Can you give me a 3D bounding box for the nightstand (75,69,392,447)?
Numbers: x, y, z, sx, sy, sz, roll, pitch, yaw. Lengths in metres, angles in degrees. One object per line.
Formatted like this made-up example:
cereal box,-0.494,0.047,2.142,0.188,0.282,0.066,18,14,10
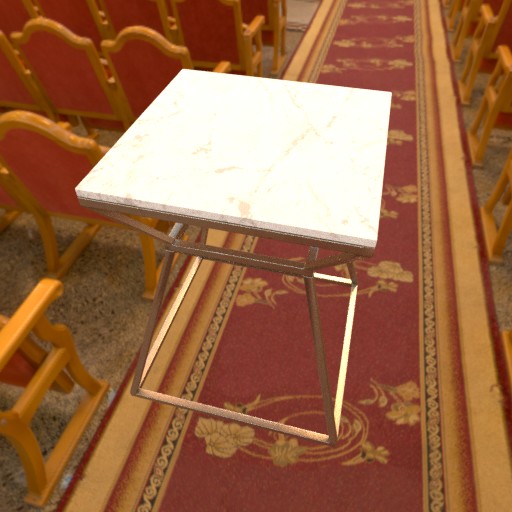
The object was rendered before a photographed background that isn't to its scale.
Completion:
nightstand,0.000,0.000,0.901,0.455,0.554,0.455,10,46,10
